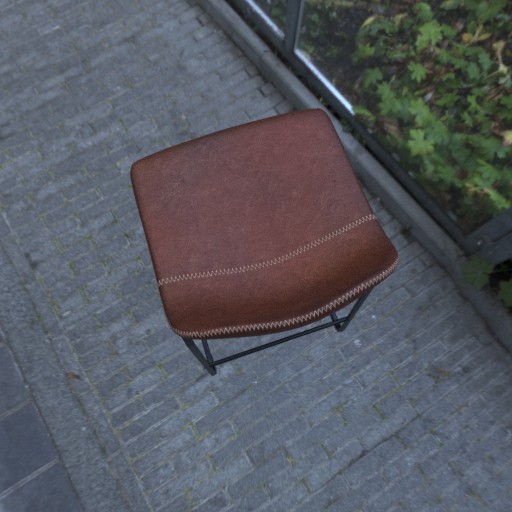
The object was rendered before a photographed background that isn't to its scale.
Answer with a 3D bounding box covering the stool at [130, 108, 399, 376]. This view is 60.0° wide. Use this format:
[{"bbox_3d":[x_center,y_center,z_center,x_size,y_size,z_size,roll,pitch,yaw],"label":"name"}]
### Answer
[{"bbox_3d":[0.000,0.000,1.121,0.454,0.830,0.473,-18,75,-5],"label":"stool"}]
